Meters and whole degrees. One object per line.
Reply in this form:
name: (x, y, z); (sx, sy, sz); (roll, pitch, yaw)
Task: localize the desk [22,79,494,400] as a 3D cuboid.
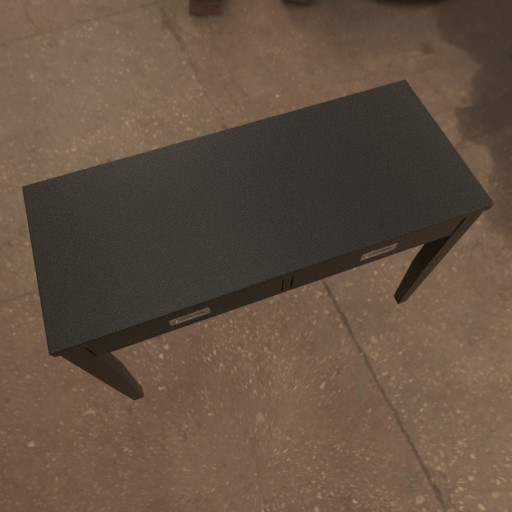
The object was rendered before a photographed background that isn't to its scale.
desk: (0.000, 0.000, 1.582); (1.220, 0.775, 0.508); (-18, 65, -9)
